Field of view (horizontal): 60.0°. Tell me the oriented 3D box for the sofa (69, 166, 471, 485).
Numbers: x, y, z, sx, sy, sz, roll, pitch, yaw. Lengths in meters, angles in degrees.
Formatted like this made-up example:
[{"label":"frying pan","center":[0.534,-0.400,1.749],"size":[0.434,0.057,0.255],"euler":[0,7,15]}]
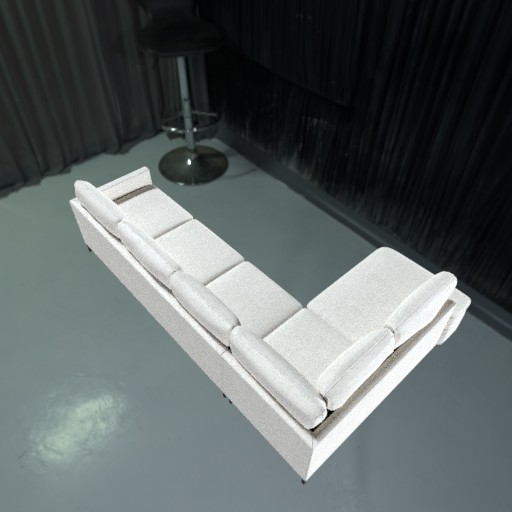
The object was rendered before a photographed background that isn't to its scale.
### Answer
[{"label":"sofa","center":[0.000,0.000,4.261],"size":[2.048,0.996,3.384],"euler":[-33,54,-28]}]
